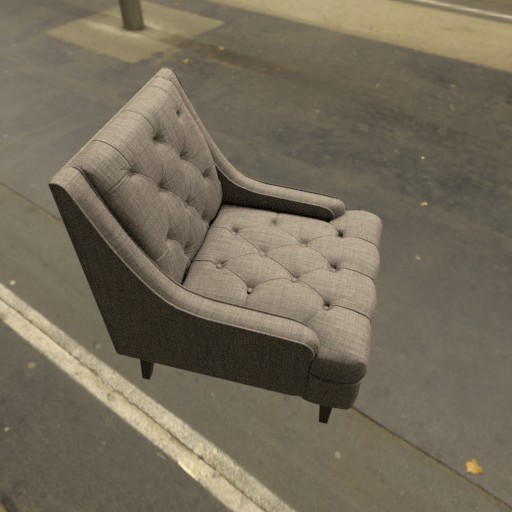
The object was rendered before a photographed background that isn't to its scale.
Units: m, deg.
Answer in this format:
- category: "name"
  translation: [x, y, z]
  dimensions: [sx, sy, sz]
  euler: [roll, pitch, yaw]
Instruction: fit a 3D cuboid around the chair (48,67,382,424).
- category: "chair"
  translation: [0.000, 0.000, 1.403]
  dimensions: [0.771, 0.891, 0.655]
  euler: [11, 46, 10]
